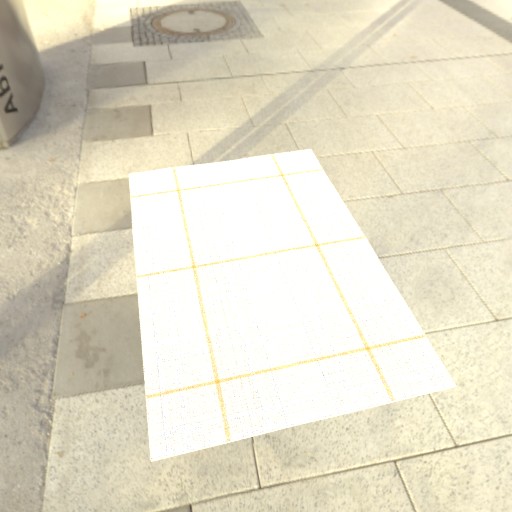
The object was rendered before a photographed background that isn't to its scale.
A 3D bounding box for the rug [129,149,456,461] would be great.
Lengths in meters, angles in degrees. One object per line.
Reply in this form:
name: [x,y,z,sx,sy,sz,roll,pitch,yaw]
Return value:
rug: [0.000,0.000,2.314,1.232,0.015,1.825,-10,46,-10]
